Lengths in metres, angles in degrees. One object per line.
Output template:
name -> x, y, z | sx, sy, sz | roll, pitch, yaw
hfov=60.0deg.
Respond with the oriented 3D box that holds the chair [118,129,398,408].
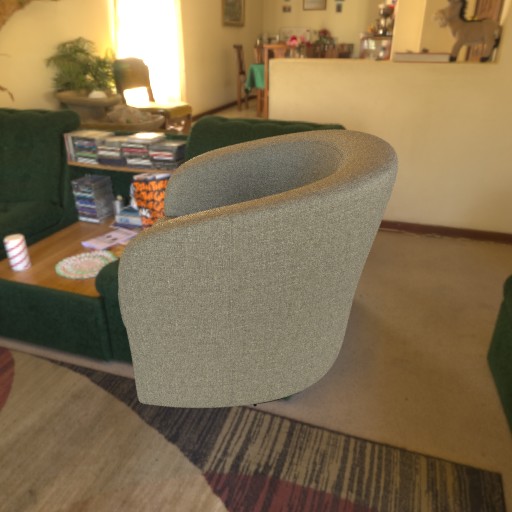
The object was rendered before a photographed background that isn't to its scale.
chair -> 0.000, 0.000, 1.491 | 0.815, 0.771, 0.791 | 0, 26, 0
